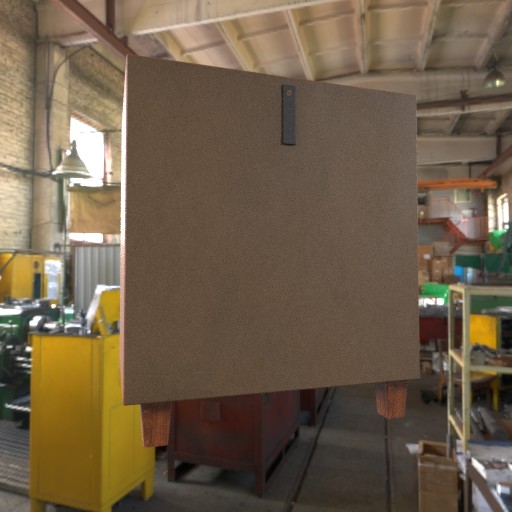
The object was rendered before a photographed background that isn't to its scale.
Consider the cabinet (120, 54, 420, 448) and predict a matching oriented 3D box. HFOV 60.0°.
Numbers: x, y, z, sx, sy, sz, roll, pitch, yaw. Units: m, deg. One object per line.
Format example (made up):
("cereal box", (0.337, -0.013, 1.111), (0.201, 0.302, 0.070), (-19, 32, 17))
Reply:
("cabinet", (0.000, 0.000, 1.051), (0.607, 0.695, 0.410), (1, -2, -18))
